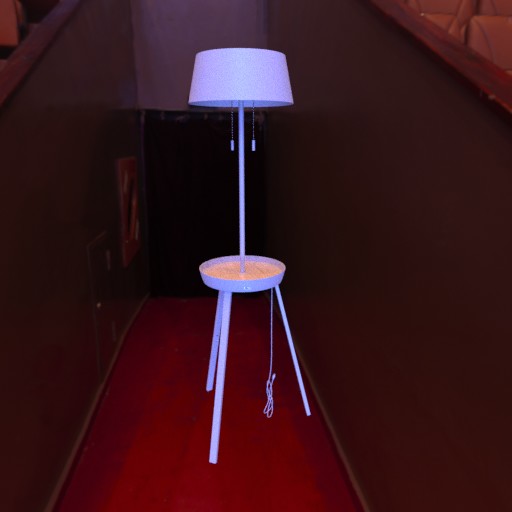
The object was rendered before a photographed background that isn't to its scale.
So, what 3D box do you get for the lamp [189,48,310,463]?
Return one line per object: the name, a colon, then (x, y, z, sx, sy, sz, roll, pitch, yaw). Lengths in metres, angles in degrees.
lamp: (0.000, 0.000, 1.698, 0.468, 1.429, 0.508, -2, 15, -7)
